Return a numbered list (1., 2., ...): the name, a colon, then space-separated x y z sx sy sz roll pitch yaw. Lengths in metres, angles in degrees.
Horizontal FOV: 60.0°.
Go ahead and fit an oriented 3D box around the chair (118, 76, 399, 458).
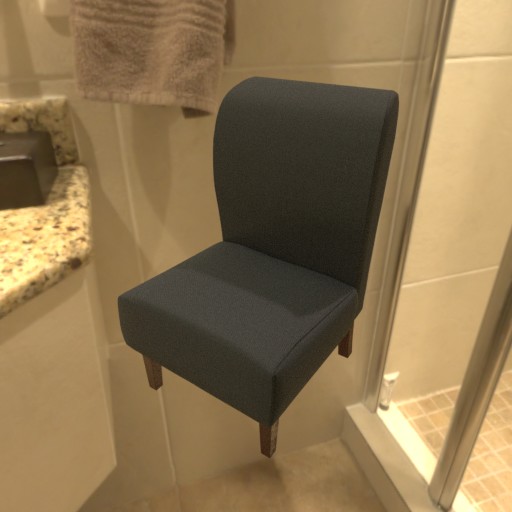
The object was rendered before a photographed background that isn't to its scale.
1. chair: 0.000 0.000 1.181 0.513 0.804 0.592 19 35 29
